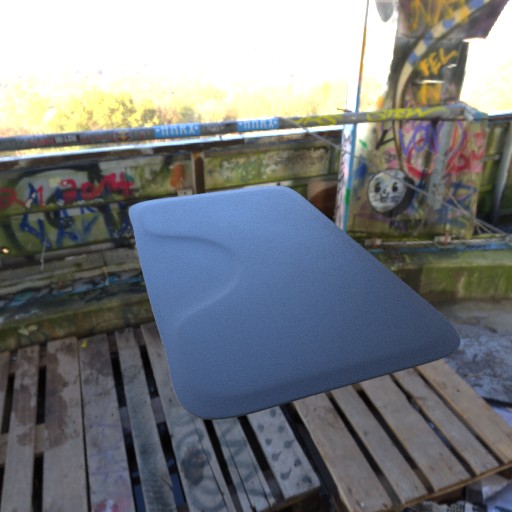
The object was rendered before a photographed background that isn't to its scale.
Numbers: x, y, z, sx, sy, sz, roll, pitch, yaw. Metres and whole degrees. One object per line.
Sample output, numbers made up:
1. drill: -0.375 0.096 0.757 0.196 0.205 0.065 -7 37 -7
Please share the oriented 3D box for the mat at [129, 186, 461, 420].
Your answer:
1. mat: 0.000 0.000 1.837 0.918 0.013 1.524 -10 31 -17
